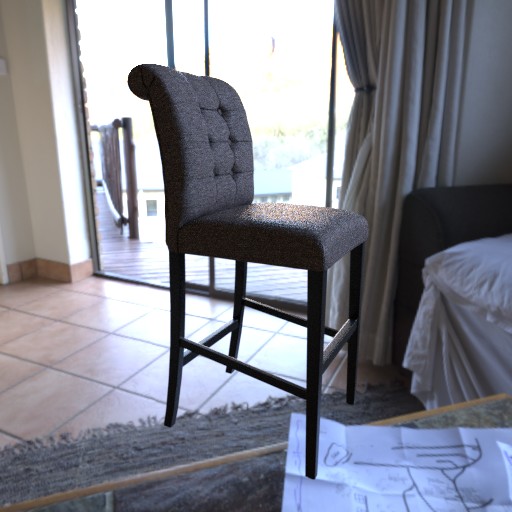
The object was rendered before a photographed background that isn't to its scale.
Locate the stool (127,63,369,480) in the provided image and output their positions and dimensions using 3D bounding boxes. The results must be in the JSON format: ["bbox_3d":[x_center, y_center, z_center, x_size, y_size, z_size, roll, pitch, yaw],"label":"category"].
[{"bbox_3d":[0.000,0.000,1.415,0.613,1.131,0.452,7,16,26],"label":"stool"}]
